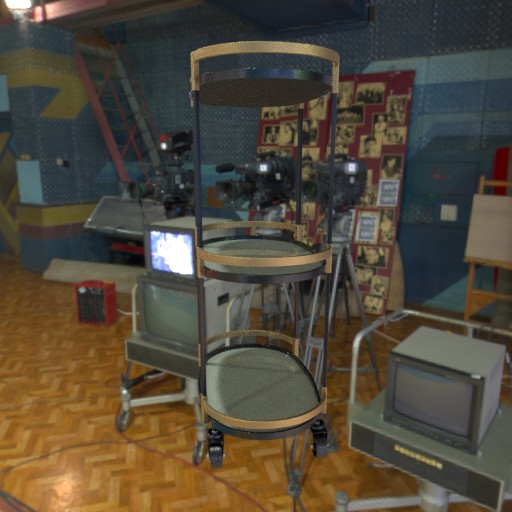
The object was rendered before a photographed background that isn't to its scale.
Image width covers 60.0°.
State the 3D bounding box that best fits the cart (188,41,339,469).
[{"bbox_3d":[0.000,0.000,1.118,0.311,0.885,0.515,-2,13,-8],"label":"cart"}]
